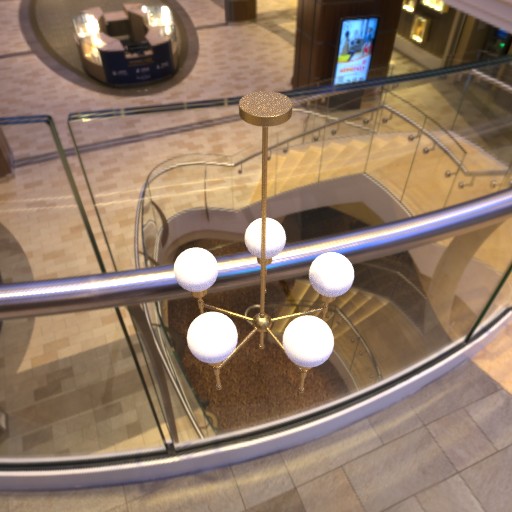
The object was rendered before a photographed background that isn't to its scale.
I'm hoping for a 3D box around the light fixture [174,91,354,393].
[{"bbox_3d":[0.000,0.000,1.811,0.785,1.331,0.815,15,48,14],"label":"light fixture"}]
